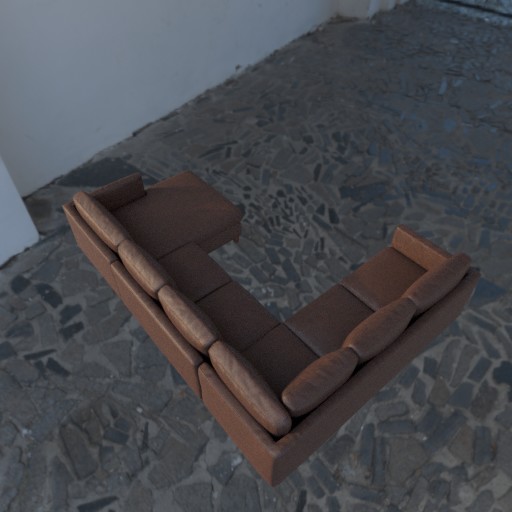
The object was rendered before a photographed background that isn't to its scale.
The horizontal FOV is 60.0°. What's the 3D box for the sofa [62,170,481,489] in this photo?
[{"bbox_3d":[0.000,0.000,4.588,2.593,0.923,3.460,-31,54,-26],"label":"sofa"}]
